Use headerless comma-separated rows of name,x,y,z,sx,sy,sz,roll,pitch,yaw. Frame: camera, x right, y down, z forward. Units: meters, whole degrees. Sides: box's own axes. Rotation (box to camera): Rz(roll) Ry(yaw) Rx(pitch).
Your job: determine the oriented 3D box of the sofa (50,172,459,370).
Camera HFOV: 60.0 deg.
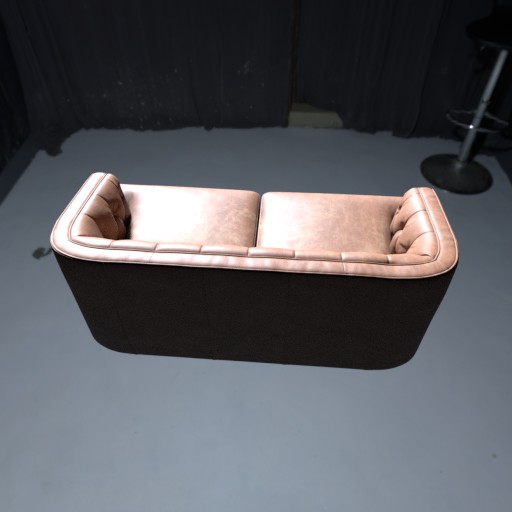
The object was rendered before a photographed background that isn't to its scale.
sofa,0.000,0.000,2.242,1.755,0.786,0.914,3,46,3
